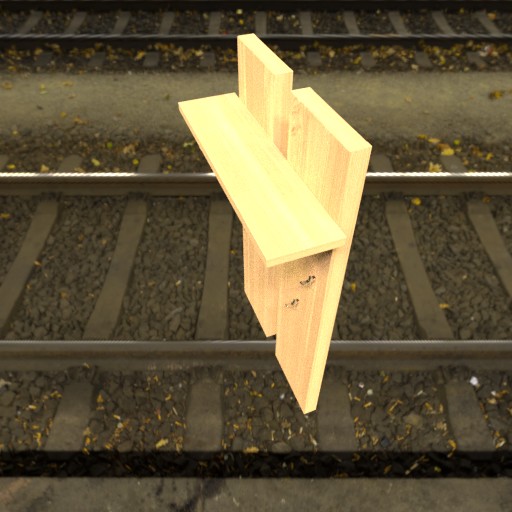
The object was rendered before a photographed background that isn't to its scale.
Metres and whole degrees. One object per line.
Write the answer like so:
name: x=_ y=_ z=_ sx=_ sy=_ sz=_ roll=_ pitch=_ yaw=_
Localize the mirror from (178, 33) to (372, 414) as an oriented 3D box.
mirror: x=0.000 y=0.000 z=1.591 sx=0.260 sy=1.250 sz=0.800 roll=-16 pitch=48 yaw=-15
